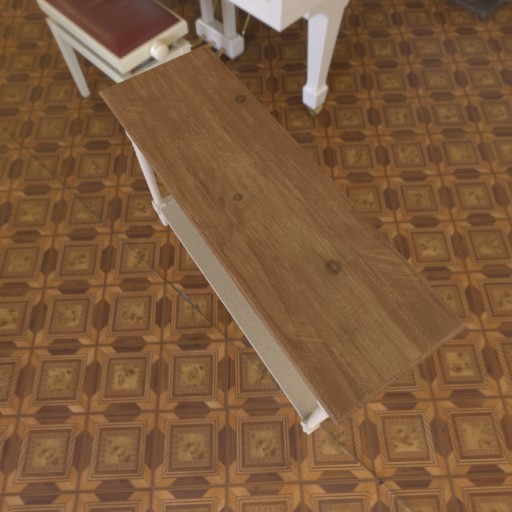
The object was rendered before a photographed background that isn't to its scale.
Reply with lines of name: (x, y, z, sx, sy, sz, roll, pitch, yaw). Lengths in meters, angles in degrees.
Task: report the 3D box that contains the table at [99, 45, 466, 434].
table: (0.000, 0.000, 1.593, 0.399, 0.800, 1.219, -31, 67, -15)
